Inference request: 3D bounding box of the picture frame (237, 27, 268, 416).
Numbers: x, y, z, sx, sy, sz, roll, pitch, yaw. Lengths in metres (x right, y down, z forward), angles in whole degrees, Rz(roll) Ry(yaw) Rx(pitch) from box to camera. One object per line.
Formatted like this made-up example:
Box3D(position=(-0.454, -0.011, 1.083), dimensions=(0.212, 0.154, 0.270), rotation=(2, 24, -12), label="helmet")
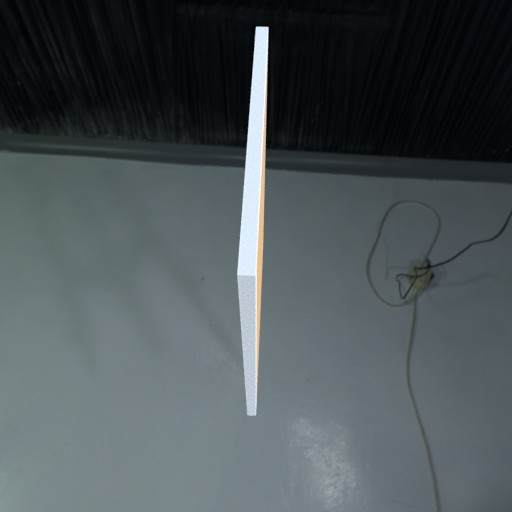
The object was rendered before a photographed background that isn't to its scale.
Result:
Box3D(position=(0.000, 0.000, 0.576), dimensions=(0.013, 0.434, 0.305), rotation=(2, 58, 1), label="picture frame")
